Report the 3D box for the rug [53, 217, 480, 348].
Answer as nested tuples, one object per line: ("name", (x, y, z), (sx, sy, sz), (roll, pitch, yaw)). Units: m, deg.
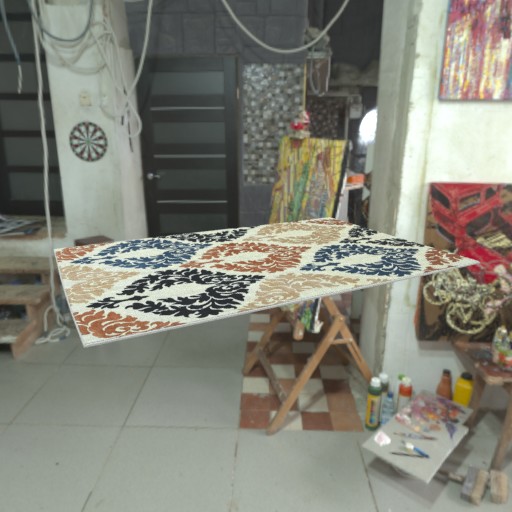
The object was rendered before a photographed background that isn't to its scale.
("rug", (0.000, 0.000, 2.810), (2.275, 0.014, 1.514), (-9, 19, -27))
